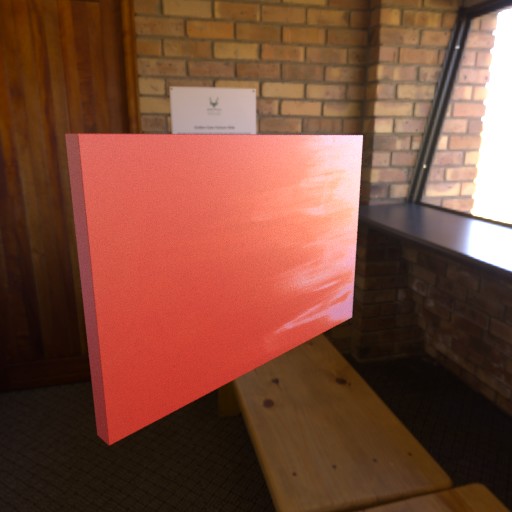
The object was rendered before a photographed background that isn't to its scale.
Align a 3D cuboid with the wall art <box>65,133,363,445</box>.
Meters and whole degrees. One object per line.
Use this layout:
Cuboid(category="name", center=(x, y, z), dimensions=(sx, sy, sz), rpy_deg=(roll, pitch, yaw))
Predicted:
Cuboid(category="wall art", center=(0.000, 0.000, 0.766), dimensions=(0.033, 0.405, 0.607), rpy_deg=(14, 20, 42))
